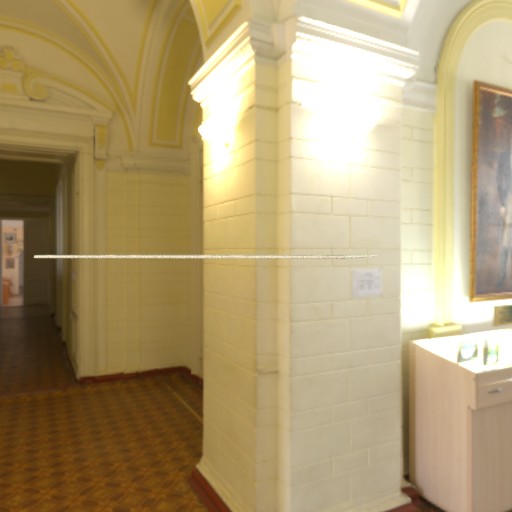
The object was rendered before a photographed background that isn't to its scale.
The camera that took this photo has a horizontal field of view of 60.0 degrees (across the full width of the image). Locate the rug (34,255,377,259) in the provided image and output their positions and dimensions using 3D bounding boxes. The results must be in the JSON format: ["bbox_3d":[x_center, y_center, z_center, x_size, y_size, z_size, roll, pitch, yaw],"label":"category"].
[{"bbox_3d":[0.000,0.000,3.121,1.528,0.015,2.443,0,0,18],"label":"rug"}]
